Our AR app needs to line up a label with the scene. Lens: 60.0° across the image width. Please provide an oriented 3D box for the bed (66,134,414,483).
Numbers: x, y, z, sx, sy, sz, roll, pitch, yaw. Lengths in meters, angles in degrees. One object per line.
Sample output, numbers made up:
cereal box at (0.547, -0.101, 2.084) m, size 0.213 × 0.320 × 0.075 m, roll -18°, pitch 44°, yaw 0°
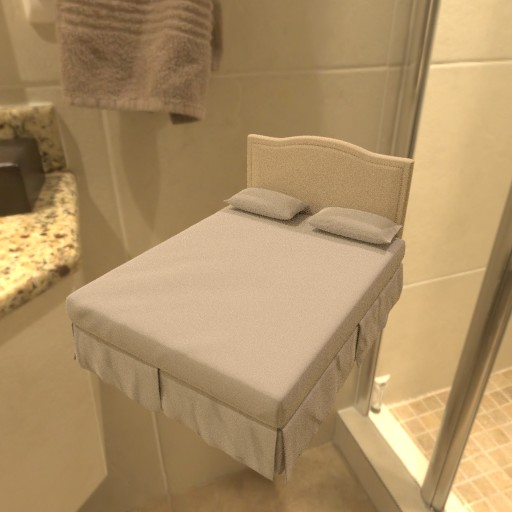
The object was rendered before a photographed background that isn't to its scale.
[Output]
bed at (0.000, 0.000, 3.640) m, size 1.977 × 1.437 × 2.477 m, roll 17°, pitch 33°, yaw 28°
